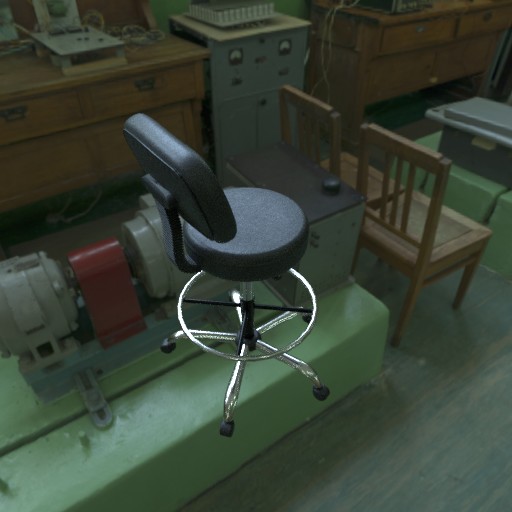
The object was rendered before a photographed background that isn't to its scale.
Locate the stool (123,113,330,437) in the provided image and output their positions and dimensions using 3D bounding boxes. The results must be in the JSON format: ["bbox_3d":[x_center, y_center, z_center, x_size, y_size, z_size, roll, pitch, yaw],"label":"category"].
[{"bbox_3d":[0.000,0.000,1.532,0.658,1.069,0.694,-25,46,-27],"label":"stool"}]
